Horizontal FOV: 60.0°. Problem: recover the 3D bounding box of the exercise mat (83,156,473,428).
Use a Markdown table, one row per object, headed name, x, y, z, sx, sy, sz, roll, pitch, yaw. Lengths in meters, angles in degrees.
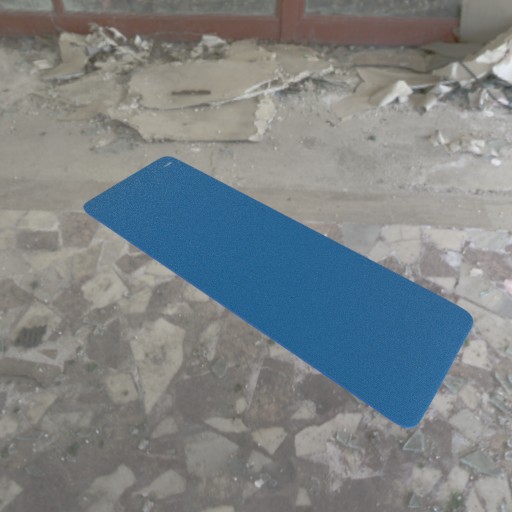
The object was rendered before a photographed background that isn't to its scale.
| name | x | y | z | sx | sy | sz | roll | pitch | yaw |
| --- | --- | --- | --- | --- | --- | --- | --- | --- | --- |
| exercise mat | 0.000 | 0.000 | 2.067 | 1.869 | 0.021 | 0.616 | 31 | 54 | 25 |
